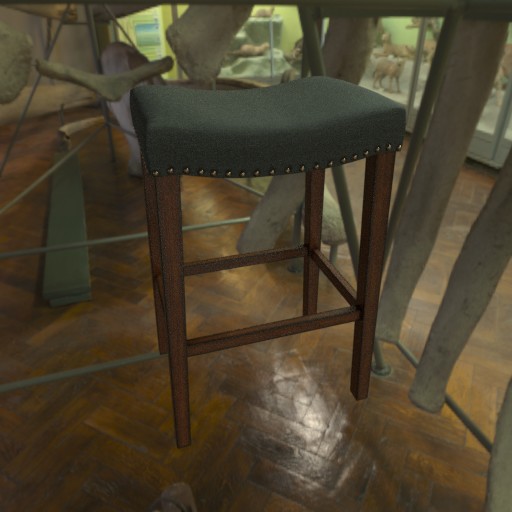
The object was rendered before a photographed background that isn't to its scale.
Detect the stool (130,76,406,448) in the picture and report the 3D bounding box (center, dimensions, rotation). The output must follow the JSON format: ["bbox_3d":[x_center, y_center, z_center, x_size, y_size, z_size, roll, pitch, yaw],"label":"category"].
[{"bbox_3d":[0.000,0.000,1.061,0.502,0.760,0.366,-9,32,-15],"label":"stool"}]
